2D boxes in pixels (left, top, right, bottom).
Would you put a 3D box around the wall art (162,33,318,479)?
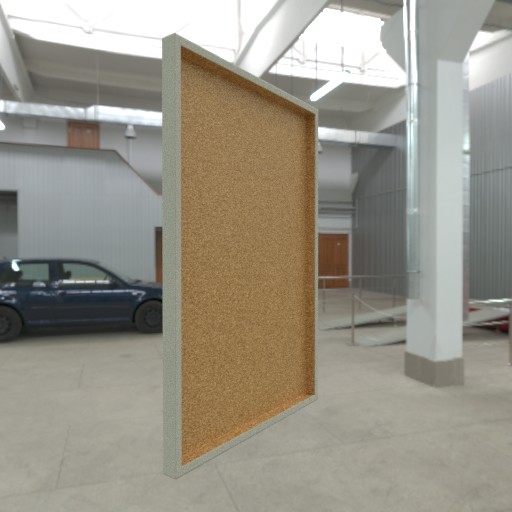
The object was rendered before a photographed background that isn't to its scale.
[{"bbox_3d":[0.000,0.000,1.164,0.038,0.914,0.610,1,1,36],"label":"wall art"}]
